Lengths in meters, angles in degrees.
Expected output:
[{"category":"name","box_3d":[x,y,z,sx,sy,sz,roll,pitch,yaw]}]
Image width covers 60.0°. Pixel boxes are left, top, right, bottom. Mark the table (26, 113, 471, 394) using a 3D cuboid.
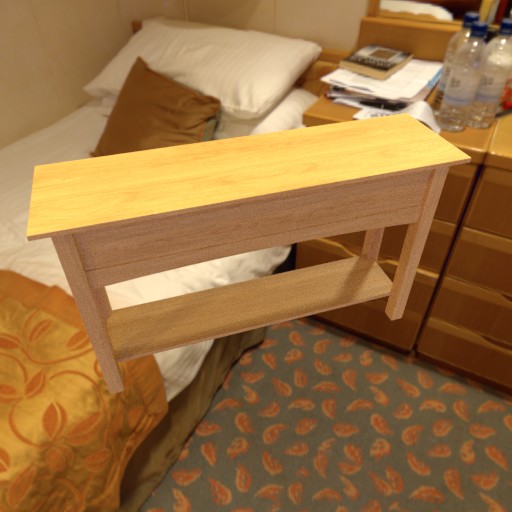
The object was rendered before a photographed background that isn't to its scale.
[{"category":"table","box_3d":[0.000,0.000,1.541,1.240,0.730,0.350,-12,42,-13]}]
